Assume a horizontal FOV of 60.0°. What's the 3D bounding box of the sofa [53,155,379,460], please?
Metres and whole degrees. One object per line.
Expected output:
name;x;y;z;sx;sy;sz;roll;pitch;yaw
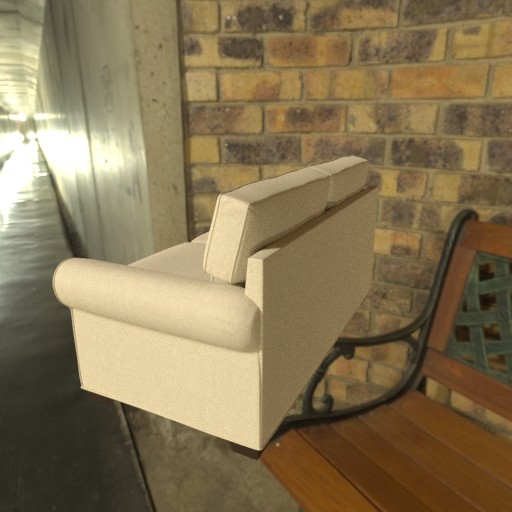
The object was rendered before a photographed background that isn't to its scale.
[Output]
sofa;0.000;0.000;2.257;0.861;0.933;1.774;9;19;25
